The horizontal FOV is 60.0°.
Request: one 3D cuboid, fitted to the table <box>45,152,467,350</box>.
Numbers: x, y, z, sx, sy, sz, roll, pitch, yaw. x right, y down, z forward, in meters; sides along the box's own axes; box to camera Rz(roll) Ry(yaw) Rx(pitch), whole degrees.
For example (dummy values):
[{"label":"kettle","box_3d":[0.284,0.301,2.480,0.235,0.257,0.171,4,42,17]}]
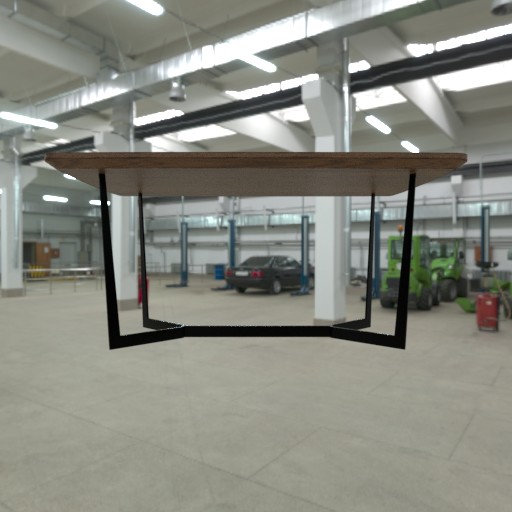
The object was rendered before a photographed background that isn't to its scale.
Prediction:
[{"label":"table","box_3d":[0.000,0.000,2.089,1.643,0.765,0.949,0,0,0]}]
